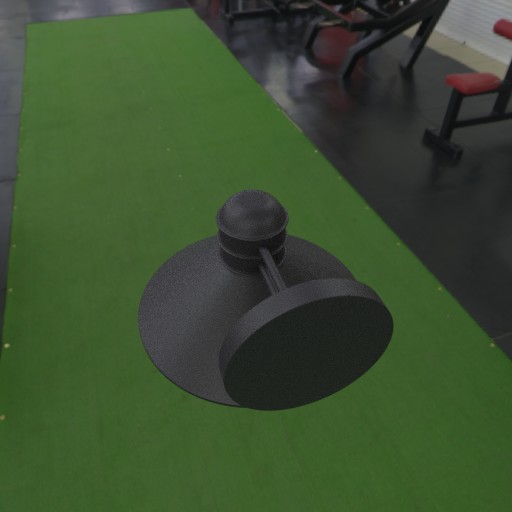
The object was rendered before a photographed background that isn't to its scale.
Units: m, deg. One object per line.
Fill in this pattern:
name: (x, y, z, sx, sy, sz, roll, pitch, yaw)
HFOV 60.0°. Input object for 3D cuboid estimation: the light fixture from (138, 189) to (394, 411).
light fixture: (0.000, 0.000, 0.681, 0.396, 0.265, 0.434, -12, 44, -13)
